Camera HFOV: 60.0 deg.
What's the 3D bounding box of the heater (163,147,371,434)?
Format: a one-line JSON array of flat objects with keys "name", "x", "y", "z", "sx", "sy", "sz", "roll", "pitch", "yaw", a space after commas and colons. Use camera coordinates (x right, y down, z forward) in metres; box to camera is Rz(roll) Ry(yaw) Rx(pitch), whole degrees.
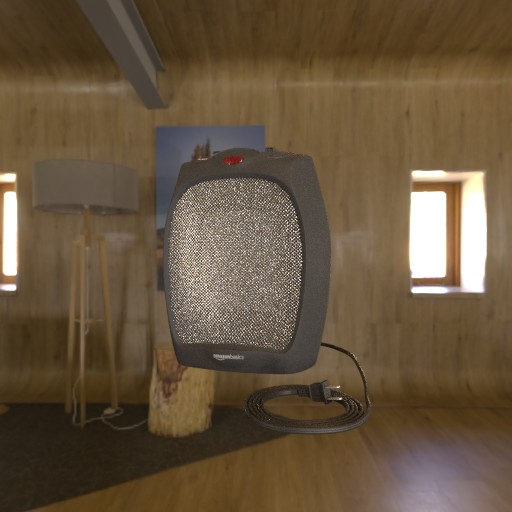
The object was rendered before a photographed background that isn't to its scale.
[{"name": "heater", "x": 0.000, "y": 0.000, "z": 0.456, "sx": 0.239, "sy": 0.240, "sz": 0.291, "roll": 0, "pitch": 1, "yaw": 17}]
